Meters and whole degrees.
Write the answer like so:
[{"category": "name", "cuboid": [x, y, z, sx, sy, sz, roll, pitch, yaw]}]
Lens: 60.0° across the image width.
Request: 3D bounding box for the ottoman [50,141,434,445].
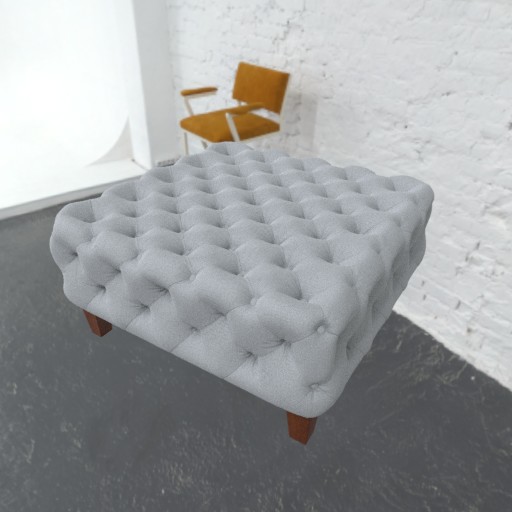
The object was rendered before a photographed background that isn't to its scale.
[{"category": "ottoman", "cuboid": [0.000, 0.000, 1.209, 0.764, 0.365, 0.758, 18, 36, 27]}]
